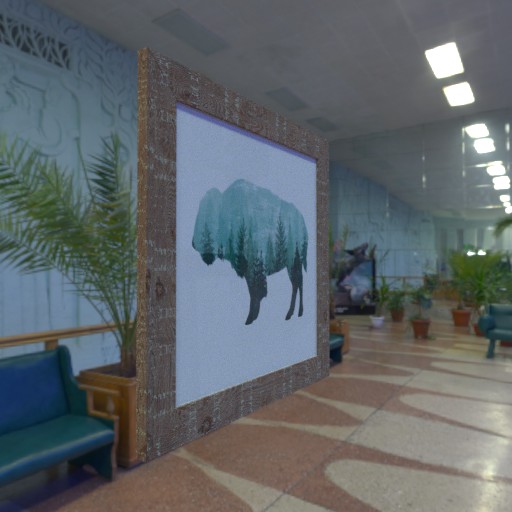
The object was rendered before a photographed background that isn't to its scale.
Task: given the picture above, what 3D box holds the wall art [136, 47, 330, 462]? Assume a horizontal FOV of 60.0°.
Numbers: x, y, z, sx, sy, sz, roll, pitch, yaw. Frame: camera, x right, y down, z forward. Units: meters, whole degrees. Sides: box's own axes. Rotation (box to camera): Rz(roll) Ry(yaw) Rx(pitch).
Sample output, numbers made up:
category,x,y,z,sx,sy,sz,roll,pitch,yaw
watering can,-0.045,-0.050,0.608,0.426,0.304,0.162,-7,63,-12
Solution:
category,x,y,z,sx,sy,sz,roll,pitch,yaw
wall art,0.000,0.000,0.567,0.022,0.380,0.380,-1,-1,35
